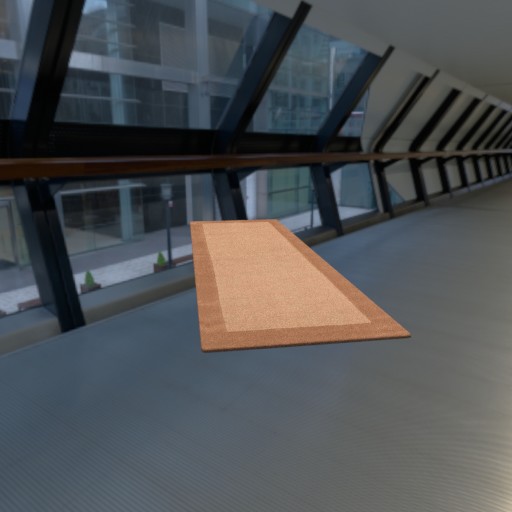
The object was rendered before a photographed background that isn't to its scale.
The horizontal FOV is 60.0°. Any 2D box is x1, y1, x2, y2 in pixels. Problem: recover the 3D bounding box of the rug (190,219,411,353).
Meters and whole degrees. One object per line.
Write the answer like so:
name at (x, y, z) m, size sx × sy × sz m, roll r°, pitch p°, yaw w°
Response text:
rug at (0.000, 0.000, 2.718) m, size 0.764 × 0.017 × 2.439 m, roll -2°, pitch 15°, yaw -9°
